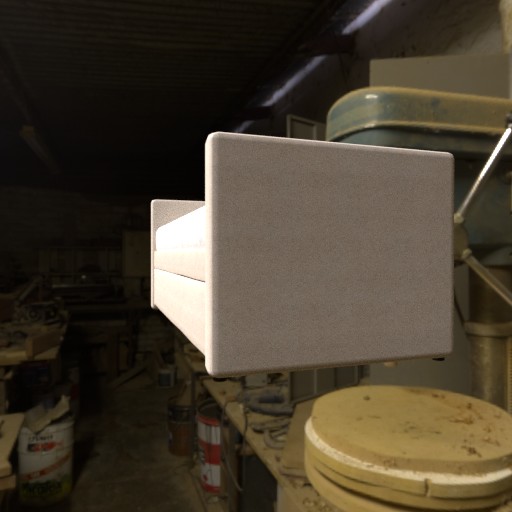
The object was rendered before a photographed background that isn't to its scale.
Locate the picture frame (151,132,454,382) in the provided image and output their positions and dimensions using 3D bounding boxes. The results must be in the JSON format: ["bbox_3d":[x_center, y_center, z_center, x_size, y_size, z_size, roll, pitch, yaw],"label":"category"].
[{"bbox_3d":[0.000,0.000,2.736,1.069,0.891,2.161,0,0,-19],"label":"picture frame"}]
